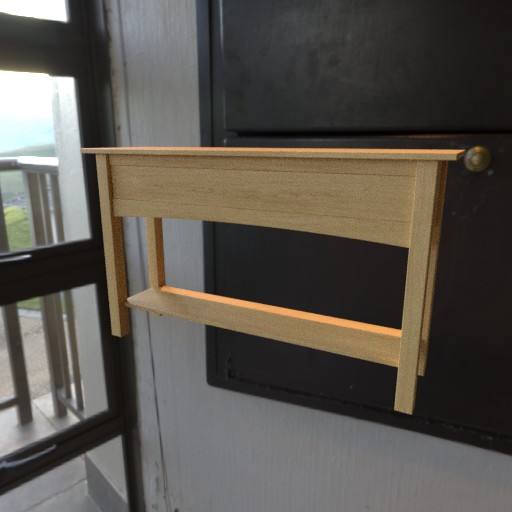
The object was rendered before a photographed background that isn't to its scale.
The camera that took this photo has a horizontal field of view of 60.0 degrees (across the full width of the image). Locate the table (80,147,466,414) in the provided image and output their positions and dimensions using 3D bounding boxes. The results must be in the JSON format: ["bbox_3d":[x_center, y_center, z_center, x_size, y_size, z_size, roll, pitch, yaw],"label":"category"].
[{"bbox_3d":[0.000,0.000,1.554,1.240,0.730,0.350,8,17,26],"label":"table"}]
